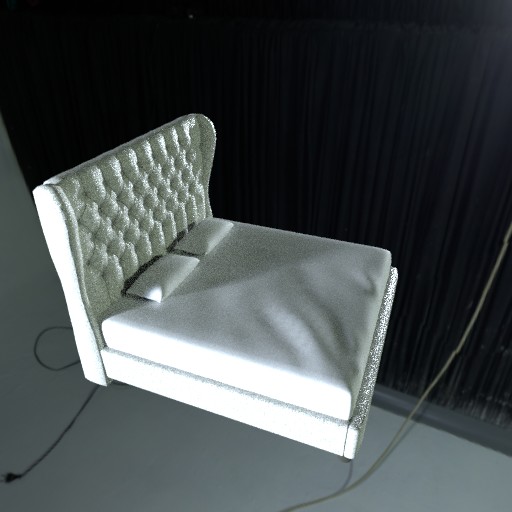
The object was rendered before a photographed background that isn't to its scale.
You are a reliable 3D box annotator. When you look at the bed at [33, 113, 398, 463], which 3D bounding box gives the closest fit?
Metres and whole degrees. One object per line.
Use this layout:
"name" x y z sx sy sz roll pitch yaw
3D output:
"bed" 0.000 0.000 3.841 2.347 1.771 2.219 12 33 18
